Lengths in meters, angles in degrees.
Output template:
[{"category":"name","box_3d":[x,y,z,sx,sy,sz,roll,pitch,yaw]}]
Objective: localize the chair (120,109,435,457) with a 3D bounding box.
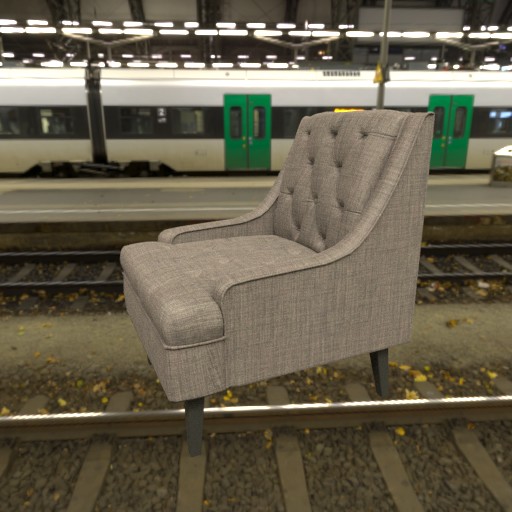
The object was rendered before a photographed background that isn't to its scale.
[{"category":"chair","box_3d":[0.000,0.000,1.414,0.771,0.891,0.655,-7,18,-24]}]
